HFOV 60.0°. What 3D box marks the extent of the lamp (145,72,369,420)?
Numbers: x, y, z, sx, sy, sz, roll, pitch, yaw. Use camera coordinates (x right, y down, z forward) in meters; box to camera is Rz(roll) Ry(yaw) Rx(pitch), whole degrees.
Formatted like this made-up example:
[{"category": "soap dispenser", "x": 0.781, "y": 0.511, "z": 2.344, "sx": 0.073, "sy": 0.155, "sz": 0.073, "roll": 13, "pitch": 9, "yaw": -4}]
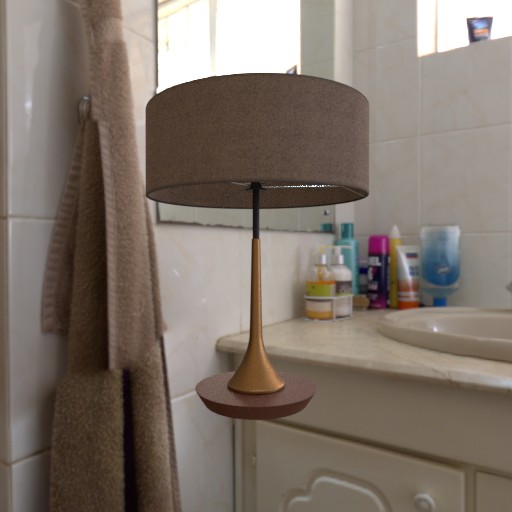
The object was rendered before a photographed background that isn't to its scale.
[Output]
[{"category": "lamp", "x": 0.000, "y": 0.000, "z": 0.839, "sx": 0.417, "sy": 0.551, "sz": 0.396, "roll": 0, "pitch": 1, "yaw": 36}]
